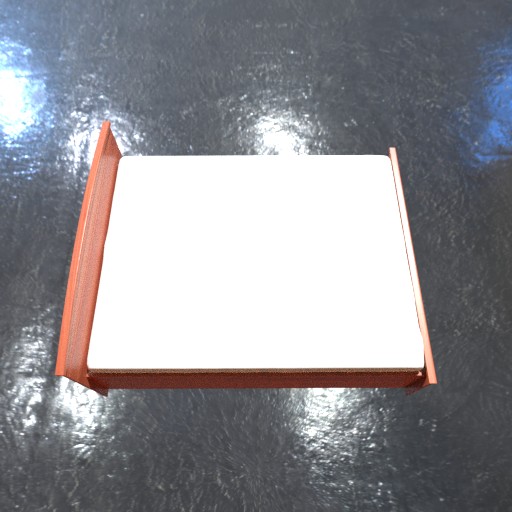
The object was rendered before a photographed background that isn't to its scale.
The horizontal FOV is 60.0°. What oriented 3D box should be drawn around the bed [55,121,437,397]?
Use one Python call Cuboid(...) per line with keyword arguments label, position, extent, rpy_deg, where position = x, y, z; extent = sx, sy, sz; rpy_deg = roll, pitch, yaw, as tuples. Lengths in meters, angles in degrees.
Cuboid(label="bed", position=(0.000, 0.000, 2.944), extent=(2.053, 0.848, 1.683), rpy_deg=(0, 64, 0))
